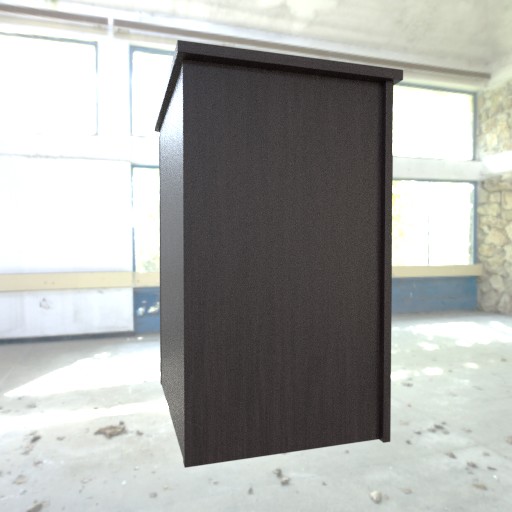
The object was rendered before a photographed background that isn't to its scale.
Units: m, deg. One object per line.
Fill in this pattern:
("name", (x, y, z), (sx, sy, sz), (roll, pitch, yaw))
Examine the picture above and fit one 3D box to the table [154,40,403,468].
("table", (0.000, 0.000, 0.928), (0.381, 0.635, 0.480), (0, 2, -17))
